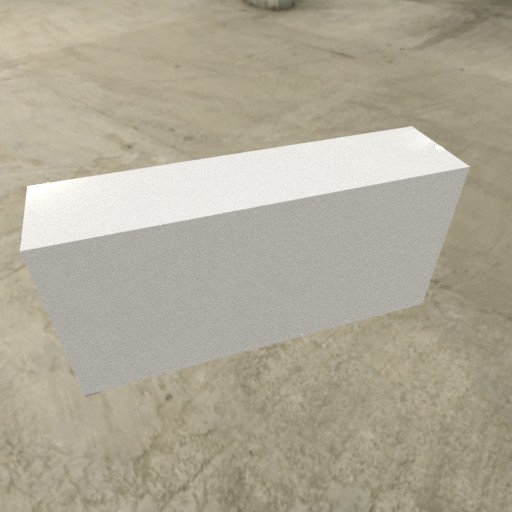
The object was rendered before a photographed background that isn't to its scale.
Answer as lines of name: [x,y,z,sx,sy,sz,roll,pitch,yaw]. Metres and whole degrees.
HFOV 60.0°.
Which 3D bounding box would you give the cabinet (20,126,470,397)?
cabinet: [0.000,0.000,1.952,1.650,0.800,0.400,-12,42,-14]
